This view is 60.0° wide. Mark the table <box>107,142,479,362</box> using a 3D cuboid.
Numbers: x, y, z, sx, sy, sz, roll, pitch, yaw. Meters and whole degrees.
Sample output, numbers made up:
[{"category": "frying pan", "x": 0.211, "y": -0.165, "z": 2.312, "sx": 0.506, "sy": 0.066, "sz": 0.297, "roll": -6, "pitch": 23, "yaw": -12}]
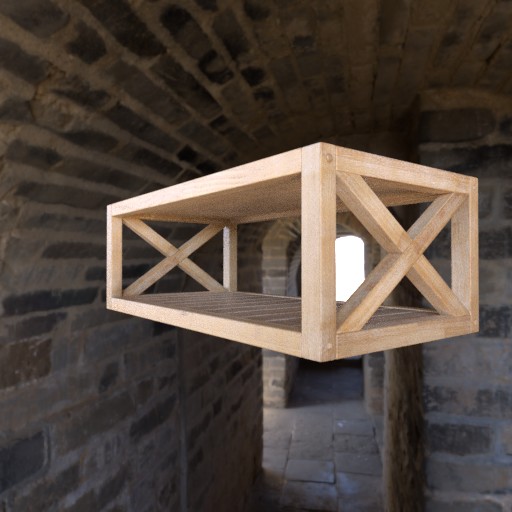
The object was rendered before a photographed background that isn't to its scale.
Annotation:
[{"category": "table", "x": 0.000, "y": 0.000, "z": 1.632, "sx": 0.660, "sy": 0.457, "sz": 1.321, "roll": 1, "pitch": -1, "yaw": -37}]
